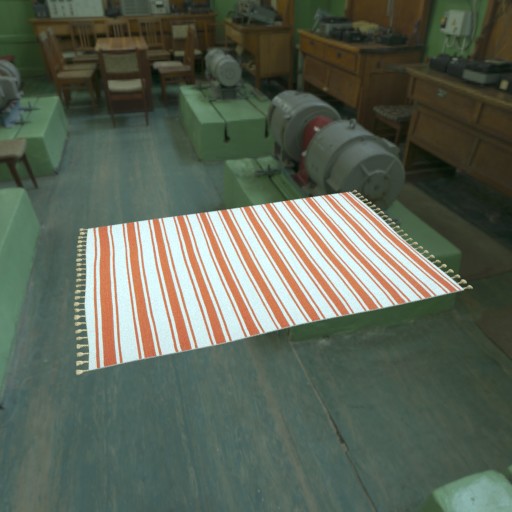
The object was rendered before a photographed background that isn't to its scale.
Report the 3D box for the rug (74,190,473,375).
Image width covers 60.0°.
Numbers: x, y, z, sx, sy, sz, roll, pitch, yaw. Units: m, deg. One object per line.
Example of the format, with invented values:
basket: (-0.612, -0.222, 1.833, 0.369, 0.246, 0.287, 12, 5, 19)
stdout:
rug: (0.000, 0.000, 3.142, 2.433, 0.022, 1.556, -10, 34, -15)
